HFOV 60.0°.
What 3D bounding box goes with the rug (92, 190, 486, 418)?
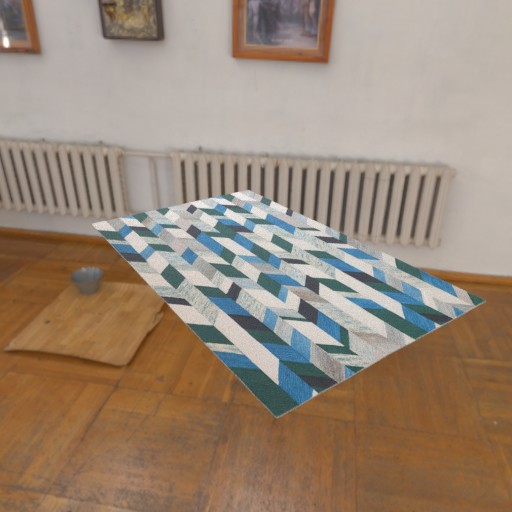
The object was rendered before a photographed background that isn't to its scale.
[{"bbox_3d":[0.000,0.000,3.012,1.507,0.007,2.433,-17,31,-31],"label":"rug"}]
